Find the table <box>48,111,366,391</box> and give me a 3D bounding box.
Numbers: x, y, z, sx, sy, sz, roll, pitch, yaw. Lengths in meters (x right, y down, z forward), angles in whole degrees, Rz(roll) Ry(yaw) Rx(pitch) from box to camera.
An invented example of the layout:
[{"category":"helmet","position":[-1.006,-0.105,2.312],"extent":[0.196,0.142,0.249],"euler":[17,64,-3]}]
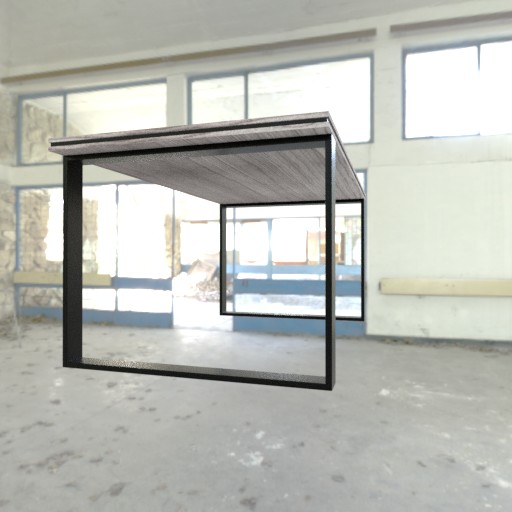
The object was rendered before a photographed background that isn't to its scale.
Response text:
[{"category":"table","position":[0.000,0.000,2.019],"extent":[0.881,0.736,1.579],"euler":[0,0,17]}]
